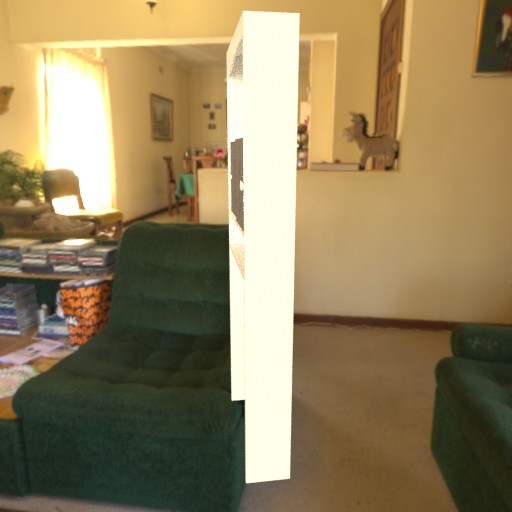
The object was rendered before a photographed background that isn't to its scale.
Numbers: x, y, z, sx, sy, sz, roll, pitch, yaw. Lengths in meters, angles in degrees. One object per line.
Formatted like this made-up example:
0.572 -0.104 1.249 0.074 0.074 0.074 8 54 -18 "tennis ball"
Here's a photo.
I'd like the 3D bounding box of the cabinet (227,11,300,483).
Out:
0.000 0.000 1.945 0.192 1.770 0.643 -2 14 -8 "cabinet"
